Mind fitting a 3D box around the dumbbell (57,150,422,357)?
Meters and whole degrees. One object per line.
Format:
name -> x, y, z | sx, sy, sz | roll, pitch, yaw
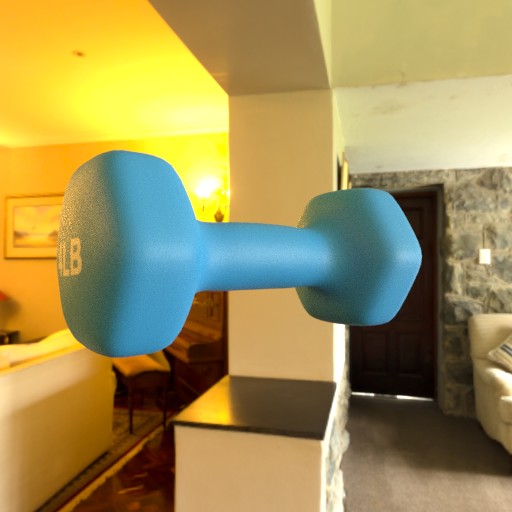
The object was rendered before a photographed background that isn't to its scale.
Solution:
dumbbell -> 0.000, 0.000, 0.188 | 0.152, 0.066, 0.074 | 1, -1, -36
